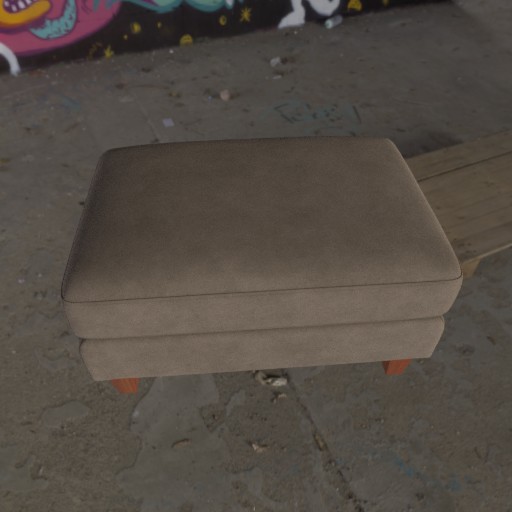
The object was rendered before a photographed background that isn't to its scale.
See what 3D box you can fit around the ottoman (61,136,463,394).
[{"bbox_3d":[0.000,0.000,1.217,0.864,0.483,0.584,-3,46,-3],"label":"ottoman"}]
